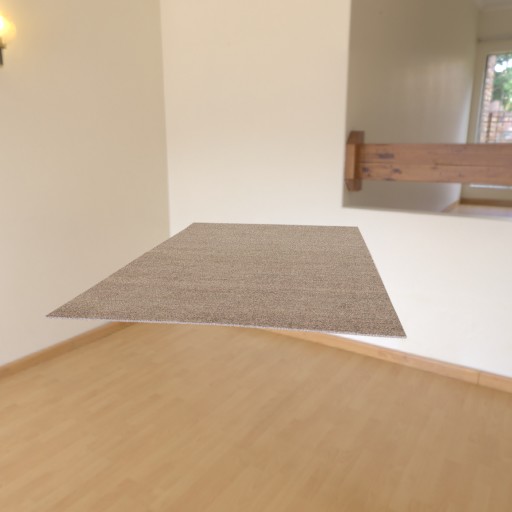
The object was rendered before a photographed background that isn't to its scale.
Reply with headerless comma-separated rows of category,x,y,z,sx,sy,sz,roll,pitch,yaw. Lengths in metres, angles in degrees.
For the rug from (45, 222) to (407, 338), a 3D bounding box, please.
rug,0.000,0.000,2.236,1.154,0.021,1.792,2,14,8
